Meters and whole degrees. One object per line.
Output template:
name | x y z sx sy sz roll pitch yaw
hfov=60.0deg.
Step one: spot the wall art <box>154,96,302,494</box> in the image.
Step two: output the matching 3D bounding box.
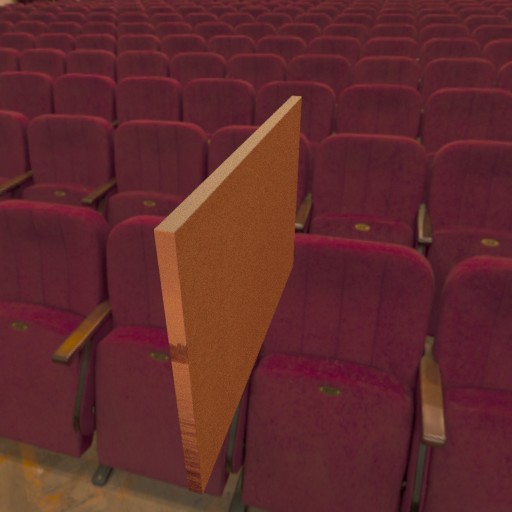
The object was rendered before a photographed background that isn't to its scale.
wall art | 0.000 0.000 0.761 0.021 0.410 0.615 8 32 13
